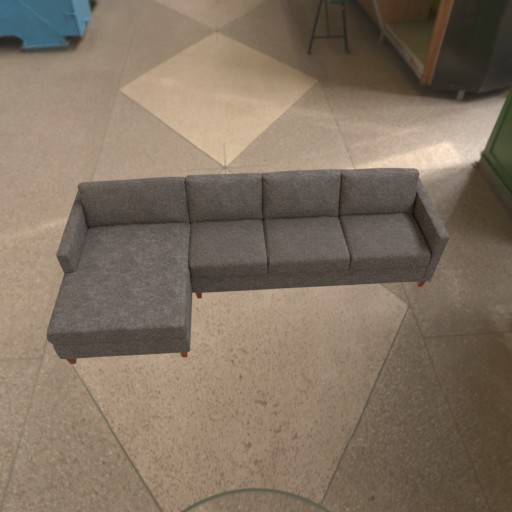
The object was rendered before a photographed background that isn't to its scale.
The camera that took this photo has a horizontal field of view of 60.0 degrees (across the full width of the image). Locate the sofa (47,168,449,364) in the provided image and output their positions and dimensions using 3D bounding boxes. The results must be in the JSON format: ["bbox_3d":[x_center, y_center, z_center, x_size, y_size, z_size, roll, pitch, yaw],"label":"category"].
[{"bbox_3d":[0.000,0.000,4.143,3.471,0.954,1.606,-3,47,-3],"label":"sofa"}]
